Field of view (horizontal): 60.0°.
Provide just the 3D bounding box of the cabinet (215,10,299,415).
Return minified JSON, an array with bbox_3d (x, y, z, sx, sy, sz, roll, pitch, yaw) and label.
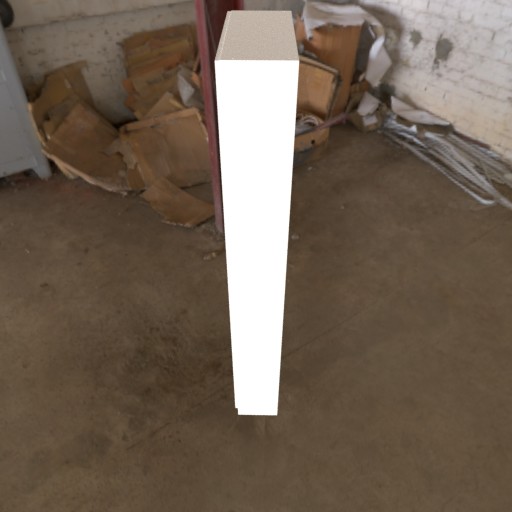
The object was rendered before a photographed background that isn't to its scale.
[{"bbox_3d":[0.000,0.000,1.917,0.230,1.790,0.500,1,42,1],"label":"cabinet"}]
